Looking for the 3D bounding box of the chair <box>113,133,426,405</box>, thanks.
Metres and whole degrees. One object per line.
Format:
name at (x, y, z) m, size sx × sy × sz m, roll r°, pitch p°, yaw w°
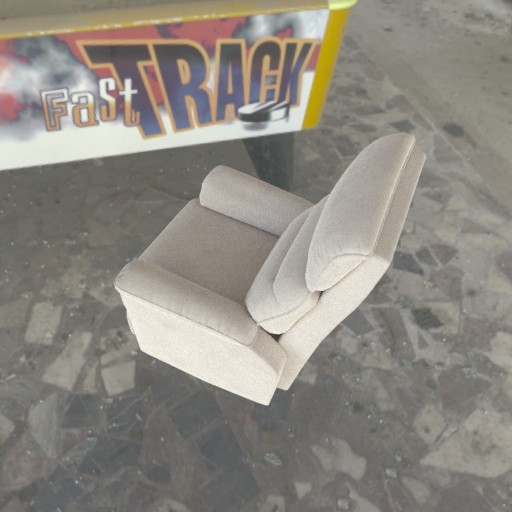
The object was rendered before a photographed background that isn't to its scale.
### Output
chair at (0.000, 0.000, 1.761) m, size 1.001 × 1.039 × 0.820 m, roll 18°, pitch 48°, yaw 17°
